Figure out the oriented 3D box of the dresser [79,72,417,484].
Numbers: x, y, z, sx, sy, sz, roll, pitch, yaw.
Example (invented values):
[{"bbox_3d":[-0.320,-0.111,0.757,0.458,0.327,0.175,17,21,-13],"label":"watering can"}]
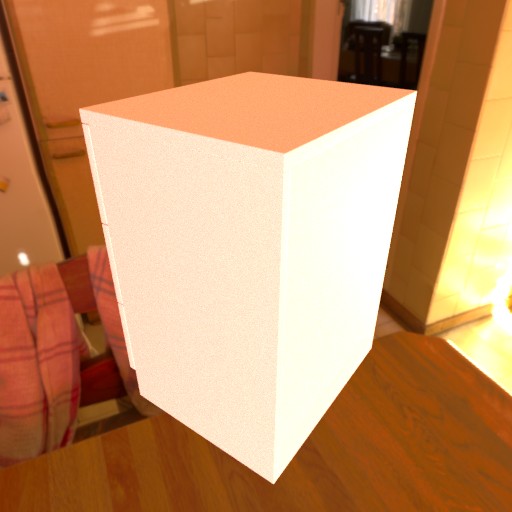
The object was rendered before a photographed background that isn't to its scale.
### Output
[{"bbox_3d":[0.000,0.000,0.818,0.360,0.560,0.400,20,37,30],"label":"dresser"}]
